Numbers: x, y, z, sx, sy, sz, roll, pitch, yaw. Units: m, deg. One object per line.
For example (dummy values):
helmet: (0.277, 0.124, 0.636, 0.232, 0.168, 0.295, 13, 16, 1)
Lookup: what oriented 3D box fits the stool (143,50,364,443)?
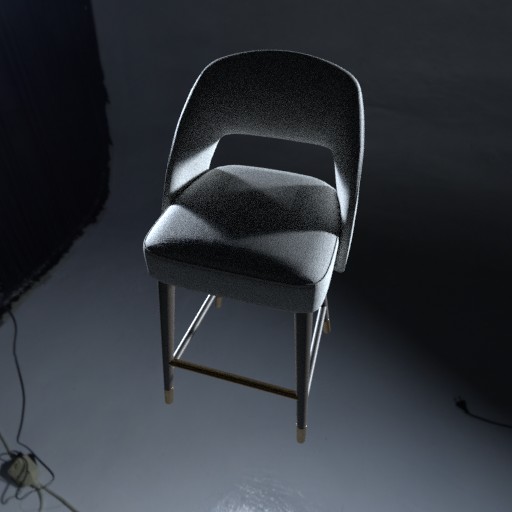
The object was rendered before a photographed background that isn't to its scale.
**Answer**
stool: (0.000, 0.000, 1.229, 0.494, 0.940, 0.509, 12, 43, 13)
